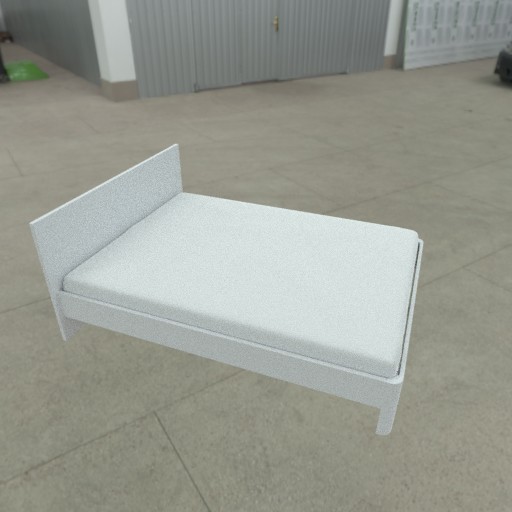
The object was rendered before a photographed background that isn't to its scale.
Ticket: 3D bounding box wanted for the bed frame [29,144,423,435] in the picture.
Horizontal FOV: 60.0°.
[{"bbox_3d":[0.000,0.000,2.798,1.950,0.800,1.490,12,33,18],"label":"bed frame"}]
